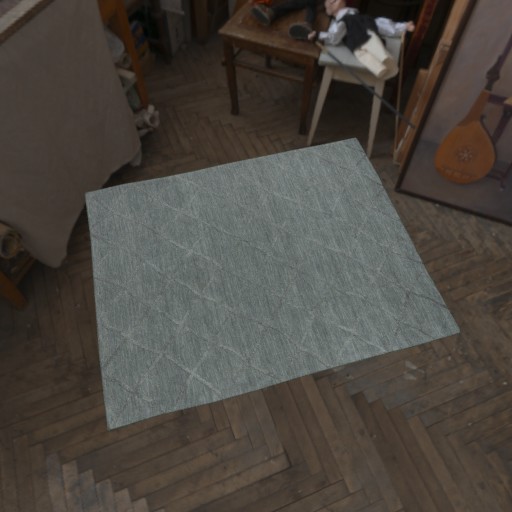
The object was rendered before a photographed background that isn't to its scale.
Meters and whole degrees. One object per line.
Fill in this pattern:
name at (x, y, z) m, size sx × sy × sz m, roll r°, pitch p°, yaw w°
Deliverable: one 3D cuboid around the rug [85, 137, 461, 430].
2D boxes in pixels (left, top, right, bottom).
rug at (0.000, 0.000, 4.215) m, size 3.048 × 0.013 × 2.438 m, roll -13°, pitch 60°, yaw -8°
